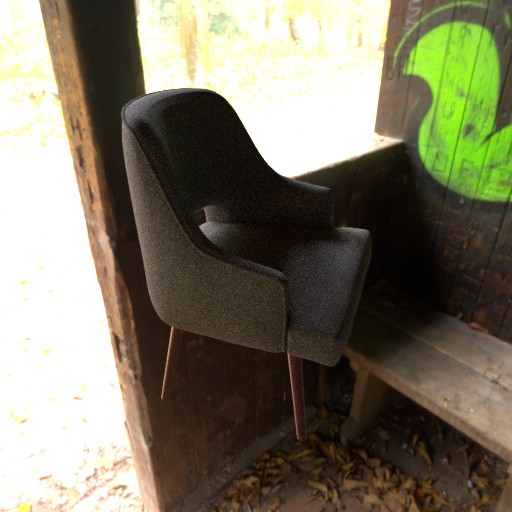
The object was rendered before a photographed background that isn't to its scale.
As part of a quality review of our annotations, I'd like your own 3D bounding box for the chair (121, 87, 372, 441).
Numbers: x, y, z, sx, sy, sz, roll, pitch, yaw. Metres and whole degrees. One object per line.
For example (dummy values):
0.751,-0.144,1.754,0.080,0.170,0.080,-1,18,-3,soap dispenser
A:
0.000,0.000,1.301,0.629,0.875,0.608,10,31,17,chair
